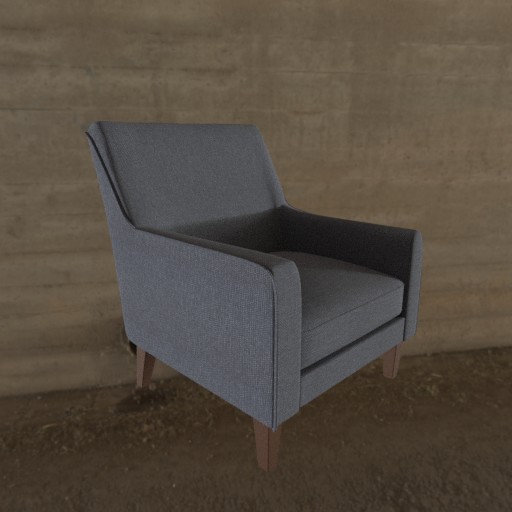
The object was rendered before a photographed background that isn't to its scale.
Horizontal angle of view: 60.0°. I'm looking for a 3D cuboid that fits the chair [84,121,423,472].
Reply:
[{"bbox_3d":[0.000,0.000,1.570,0.780,0.919,0.899,-15,21,-43],"label":"chair"}]
